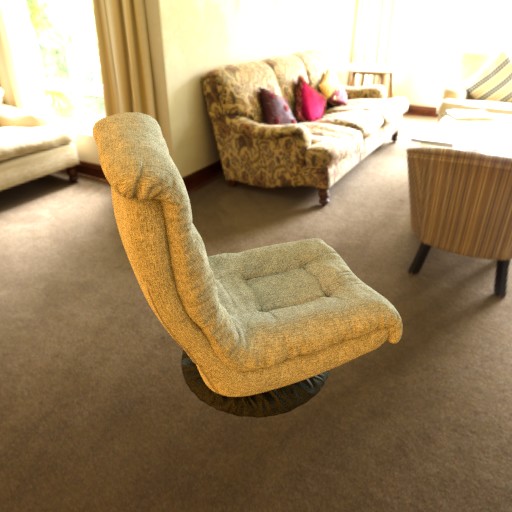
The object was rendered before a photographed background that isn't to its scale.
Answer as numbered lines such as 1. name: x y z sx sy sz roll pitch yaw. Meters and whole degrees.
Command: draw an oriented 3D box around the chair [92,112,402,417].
1. chair: 0.000 0.000 0.972 0.583 0.600 0.400 -10 31 -17
